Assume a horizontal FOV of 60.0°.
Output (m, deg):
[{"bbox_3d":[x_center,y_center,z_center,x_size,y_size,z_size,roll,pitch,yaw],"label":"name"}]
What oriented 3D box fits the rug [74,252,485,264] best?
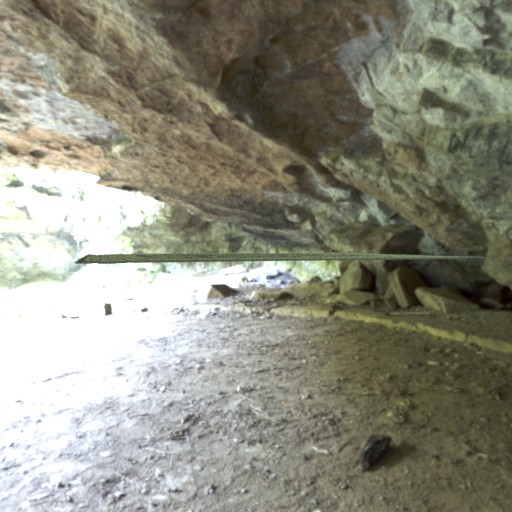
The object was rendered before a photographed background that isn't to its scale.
[{"bbox_3d":[0.000,0.000,4.198,3.069,0.026,2.451,0,1,-19],"label":"rug"}]
